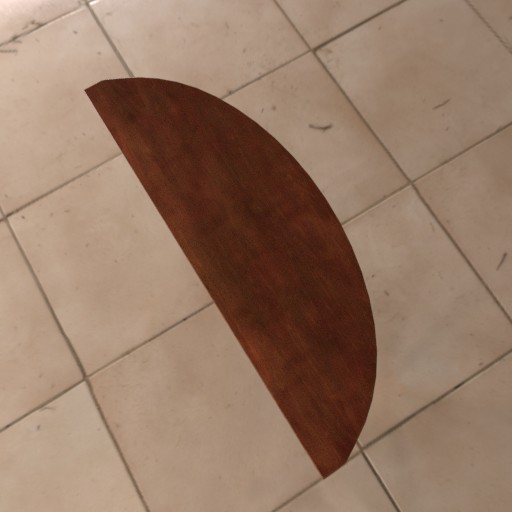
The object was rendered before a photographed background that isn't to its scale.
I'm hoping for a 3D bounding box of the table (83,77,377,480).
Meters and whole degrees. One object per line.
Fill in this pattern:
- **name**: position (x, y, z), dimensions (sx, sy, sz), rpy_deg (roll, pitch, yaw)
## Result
- **table**: position (0.000, 0.000, 1.497), dimensions (0.394, 0.699, 1.198), rpy_deg (-32, 79, -7)
